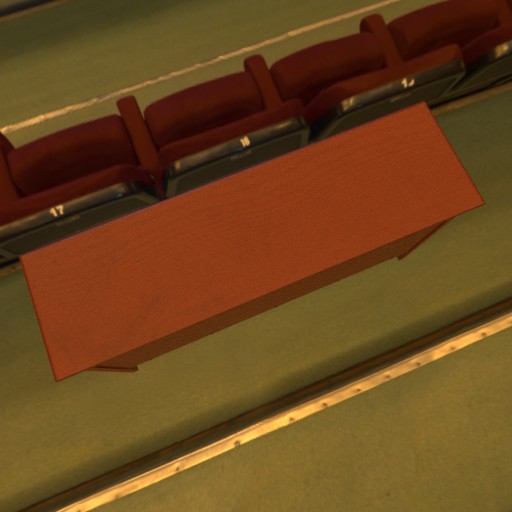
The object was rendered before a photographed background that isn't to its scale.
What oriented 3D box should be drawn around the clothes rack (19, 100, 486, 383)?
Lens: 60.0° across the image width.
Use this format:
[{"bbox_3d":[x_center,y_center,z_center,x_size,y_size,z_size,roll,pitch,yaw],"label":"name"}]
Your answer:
[{"bbox_3d":[0.000,0.000,1.498,1.251,0.594,0.362,-22,76,-6],"label":"clothes rack"}]
